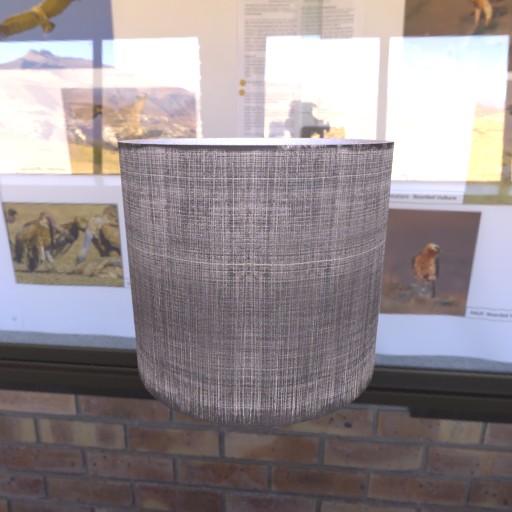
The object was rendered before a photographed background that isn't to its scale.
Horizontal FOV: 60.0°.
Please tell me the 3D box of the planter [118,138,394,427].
[{"bbox_3d":[0.000,0.000,0.397,0.221,0.201,0.221,0,16,0],"label":"planter"}]
